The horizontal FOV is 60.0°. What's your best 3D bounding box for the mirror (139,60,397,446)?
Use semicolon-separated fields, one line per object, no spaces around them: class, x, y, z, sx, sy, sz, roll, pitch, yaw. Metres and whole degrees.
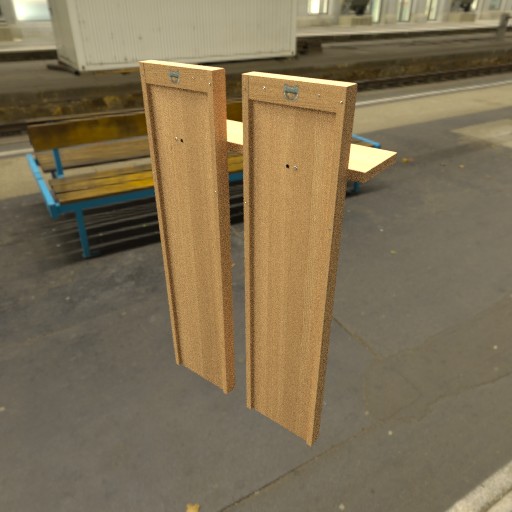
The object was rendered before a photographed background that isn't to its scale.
mirror;0.000;0.000;1.579;0.800;1.250;0.260;21;37;31
